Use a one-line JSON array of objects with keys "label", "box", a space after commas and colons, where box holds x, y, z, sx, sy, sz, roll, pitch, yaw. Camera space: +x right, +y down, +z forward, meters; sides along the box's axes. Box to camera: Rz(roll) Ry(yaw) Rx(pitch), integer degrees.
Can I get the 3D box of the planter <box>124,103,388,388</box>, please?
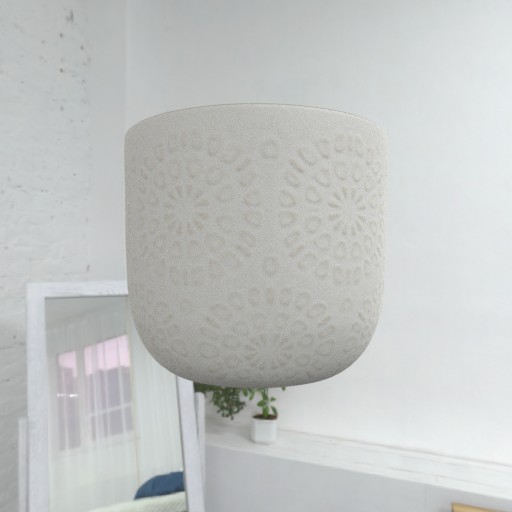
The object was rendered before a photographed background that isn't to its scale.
[{"label": "planter", "box": [0.000, 0.000, 0.218, 0.124, 0.109, 0.124, 0, 0, 0]}]
